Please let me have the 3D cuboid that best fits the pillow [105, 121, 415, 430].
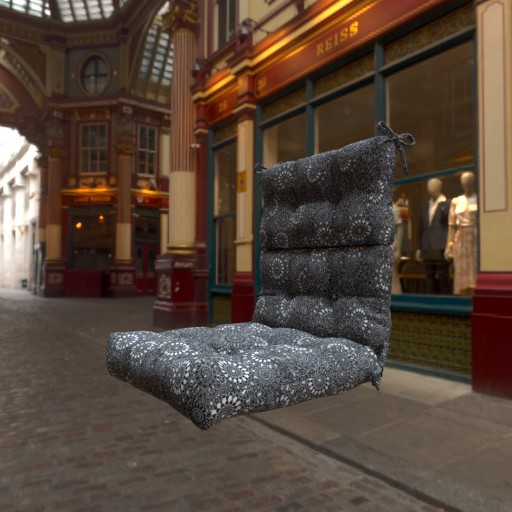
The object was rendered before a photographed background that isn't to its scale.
[{"bbox_3d":[0.000,0.000,1.041,0.571,0.605,0.519,1,-1,-36],"label":"pillow"}]
